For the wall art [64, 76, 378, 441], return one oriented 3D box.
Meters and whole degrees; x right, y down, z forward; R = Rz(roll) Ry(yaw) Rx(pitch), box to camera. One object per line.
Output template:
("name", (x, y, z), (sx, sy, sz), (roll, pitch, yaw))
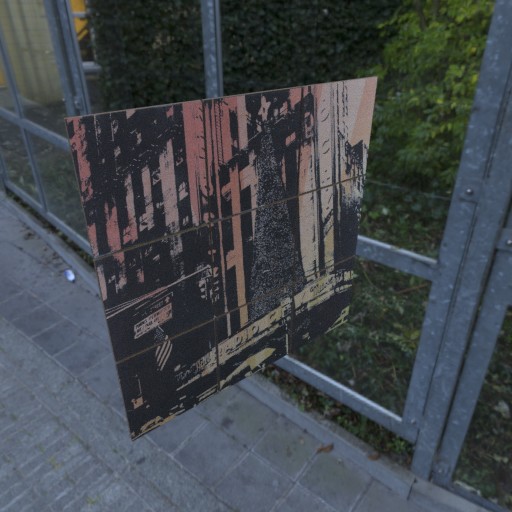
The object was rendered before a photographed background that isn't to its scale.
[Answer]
("wall art", (0.000, 0.000, 1.735), (1.216, 1.216, 0.013), (-21, 36, -32))
